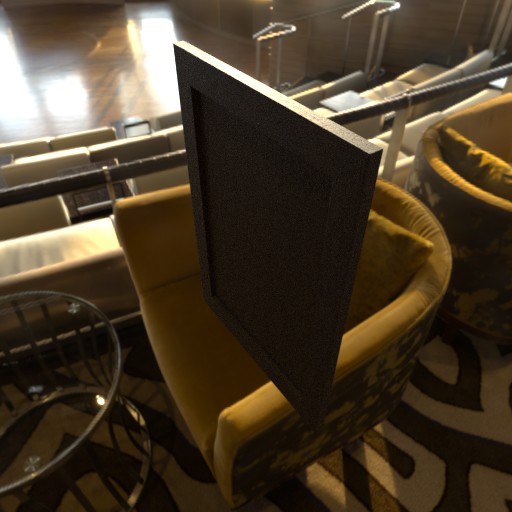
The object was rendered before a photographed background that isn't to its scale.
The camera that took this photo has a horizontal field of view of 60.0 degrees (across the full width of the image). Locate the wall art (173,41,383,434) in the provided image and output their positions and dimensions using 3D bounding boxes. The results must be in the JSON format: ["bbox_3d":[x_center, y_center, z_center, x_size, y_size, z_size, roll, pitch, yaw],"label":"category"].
[{"bbox_3d":[0.000,0.000,0.662,0.017,0.513,0.359,-26,49,-25],"label":"wall art"}]
